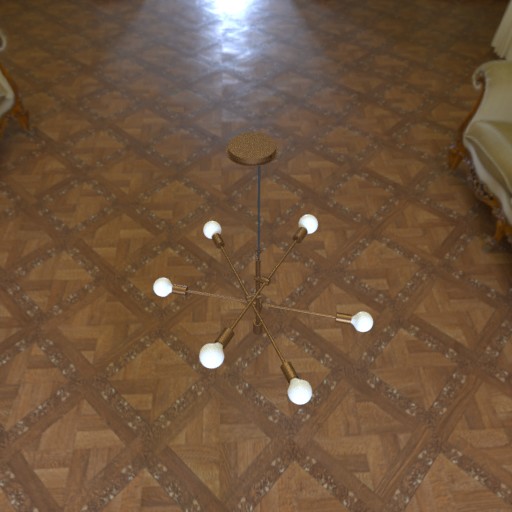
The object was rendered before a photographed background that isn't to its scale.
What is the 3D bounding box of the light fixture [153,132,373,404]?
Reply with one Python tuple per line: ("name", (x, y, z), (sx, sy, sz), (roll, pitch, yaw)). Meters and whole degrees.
("light fixture", (0.000, 0.000, 1.288), (0.682, 0.744, 0.637), (32, 55, 27))
